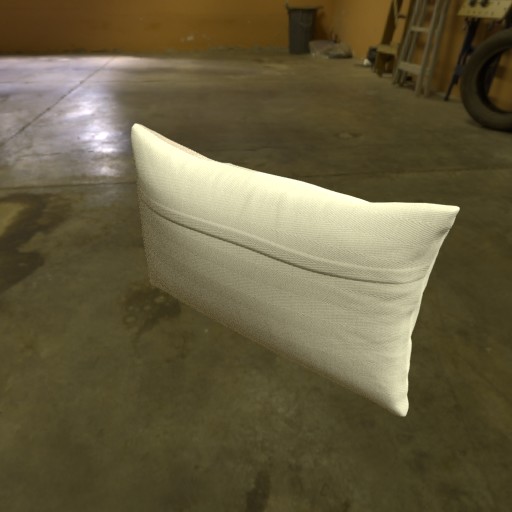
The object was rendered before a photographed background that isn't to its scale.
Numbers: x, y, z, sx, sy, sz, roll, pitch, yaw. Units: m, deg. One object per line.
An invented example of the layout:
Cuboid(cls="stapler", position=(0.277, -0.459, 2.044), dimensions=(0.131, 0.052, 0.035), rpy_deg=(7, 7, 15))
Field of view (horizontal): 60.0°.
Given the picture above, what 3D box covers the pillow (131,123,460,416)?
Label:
Cuboid(cls="pillow", position=(0.000, 0.000, 0.642), dimensions=(0.506, 0.305, 0.139), rpy_deg=(22, 37, 32))
